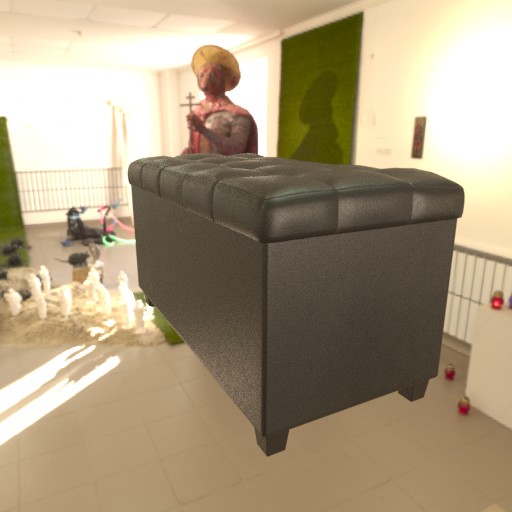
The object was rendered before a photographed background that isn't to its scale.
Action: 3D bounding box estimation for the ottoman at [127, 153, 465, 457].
[{"bbox_3d":[0.000,0.000,1.101,0.432,0.470,0.838,-8,18,-27],"label":"ottoman"}]
